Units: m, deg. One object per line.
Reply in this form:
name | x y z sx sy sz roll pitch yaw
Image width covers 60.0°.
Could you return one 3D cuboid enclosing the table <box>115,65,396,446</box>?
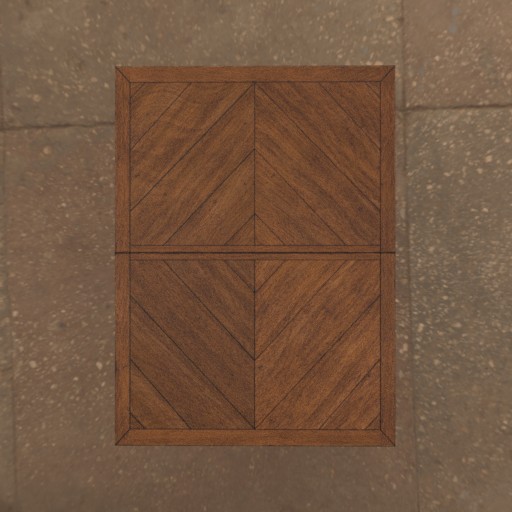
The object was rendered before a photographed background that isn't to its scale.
table | 0.000 0.000 1.575 0.757 0.760 1.027 0 90 0
